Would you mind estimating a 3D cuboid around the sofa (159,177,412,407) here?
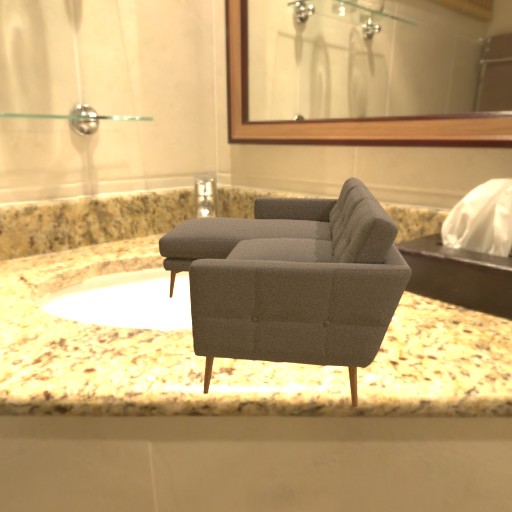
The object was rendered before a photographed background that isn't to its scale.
[{"bbox_3d":[0.000,0.000,2.837,1.530,0.860,2.040,2,16,8],"label":"sofa"}]
